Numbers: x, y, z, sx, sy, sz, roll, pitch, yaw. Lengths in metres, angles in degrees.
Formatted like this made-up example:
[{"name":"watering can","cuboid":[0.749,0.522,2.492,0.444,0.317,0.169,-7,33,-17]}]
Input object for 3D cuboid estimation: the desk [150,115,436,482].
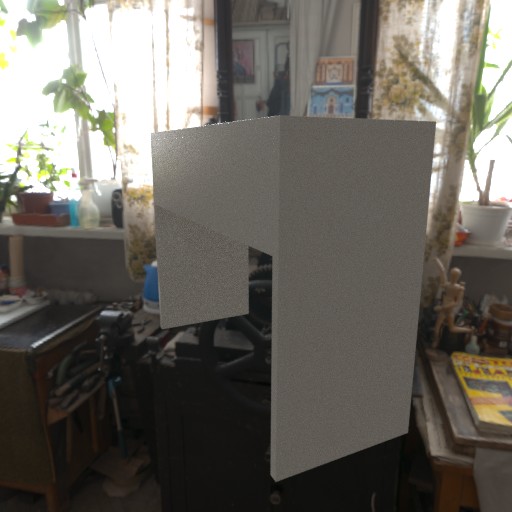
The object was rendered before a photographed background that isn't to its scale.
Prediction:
[{"name":"desk","cuboid":[0.000,0.000,1.429,0.400,0.790,1.000,-7,15,-26]}]
